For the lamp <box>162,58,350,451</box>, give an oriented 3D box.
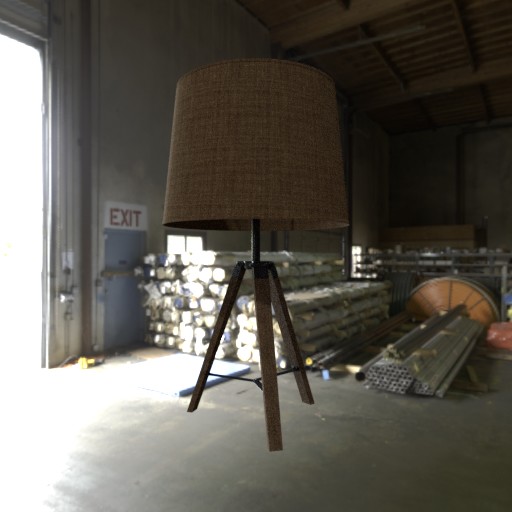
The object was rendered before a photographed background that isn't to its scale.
[{"bbox_3d":[0.000,0.000,0.700,0.290,0.514,0.290,0,0,0],"label":"lamp"}]
